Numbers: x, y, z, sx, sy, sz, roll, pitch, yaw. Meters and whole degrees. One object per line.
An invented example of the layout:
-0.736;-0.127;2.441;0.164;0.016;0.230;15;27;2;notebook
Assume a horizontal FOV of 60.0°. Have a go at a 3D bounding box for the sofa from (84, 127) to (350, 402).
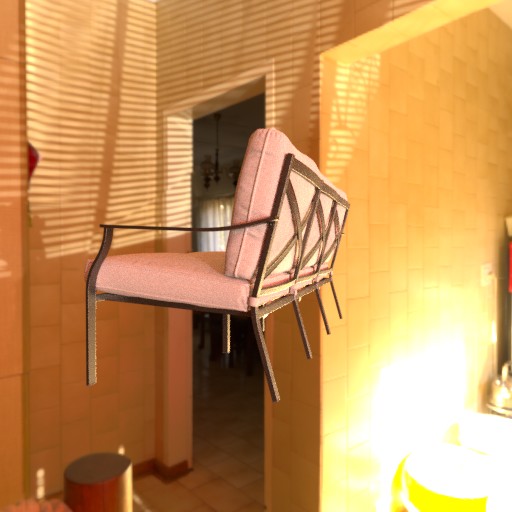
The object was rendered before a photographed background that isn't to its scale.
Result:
0.000;0.000;2.237;0.787;0.860;1.740;0;1;18;sofa
